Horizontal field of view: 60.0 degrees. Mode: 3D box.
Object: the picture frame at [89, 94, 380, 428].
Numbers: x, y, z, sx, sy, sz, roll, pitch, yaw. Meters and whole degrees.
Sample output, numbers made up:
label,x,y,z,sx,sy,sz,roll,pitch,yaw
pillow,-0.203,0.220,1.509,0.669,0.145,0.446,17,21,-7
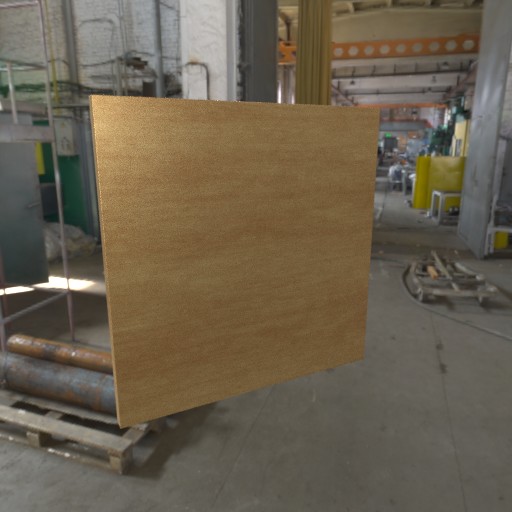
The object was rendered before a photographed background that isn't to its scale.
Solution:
label,x,y,z,sx,sy,sz,roll,pitch,yaw
picture frame,0.000,0.000,1.161,0.758,0.761,0.037,-8,16,-27
